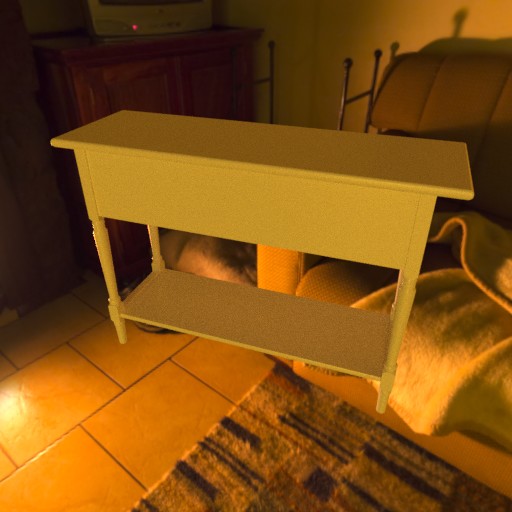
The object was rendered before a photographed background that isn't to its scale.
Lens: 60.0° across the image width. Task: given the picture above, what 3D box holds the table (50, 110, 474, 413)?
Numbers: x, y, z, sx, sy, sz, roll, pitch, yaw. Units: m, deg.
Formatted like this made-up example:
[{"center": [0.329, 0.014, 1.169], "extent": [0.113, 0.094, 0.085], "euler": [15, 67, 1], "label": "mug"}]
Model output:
[{"center": [0.000, 0.000, 1.542], "extent": [1.191, 0.814, 0.386], "euler": [11, 33, 16], "label": "table"}]
